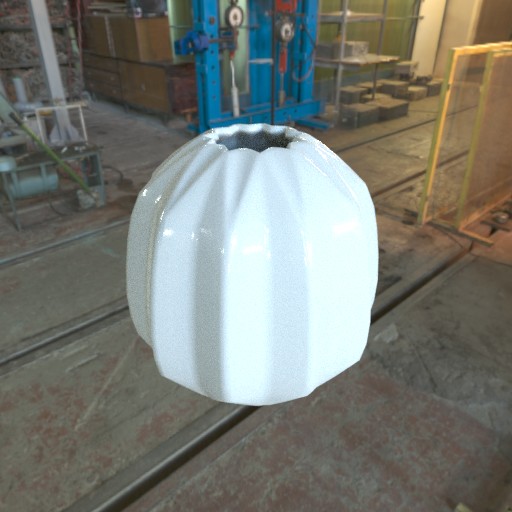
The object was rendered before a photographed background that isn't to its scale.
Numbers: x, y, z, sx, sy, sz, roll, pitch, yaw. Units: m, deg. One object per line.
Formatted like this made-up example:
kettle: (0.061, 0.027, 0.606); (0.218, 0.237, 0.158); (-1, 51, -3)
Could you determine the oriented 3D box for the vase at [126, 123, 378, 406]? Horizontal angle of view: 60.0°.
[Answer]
vase: (0.000, 0.000, 0.246); (0.139, 0.134, 0.139); (0, 30, 0)
